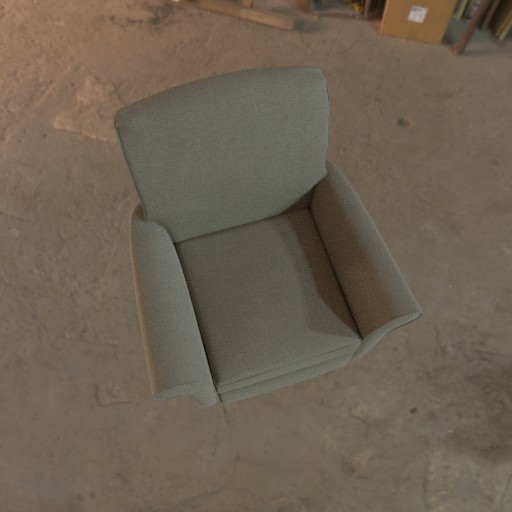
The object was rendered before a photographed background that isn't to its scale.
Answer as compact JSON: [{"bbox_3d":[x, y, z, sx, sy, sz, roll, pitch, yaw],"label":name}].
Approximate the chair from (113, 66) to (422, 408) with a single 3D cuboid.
[{"bbox_3d":[0.000,0.000,1.762,0.978,1.061,0.905,-15,64,-8],"label":"chair"}]
